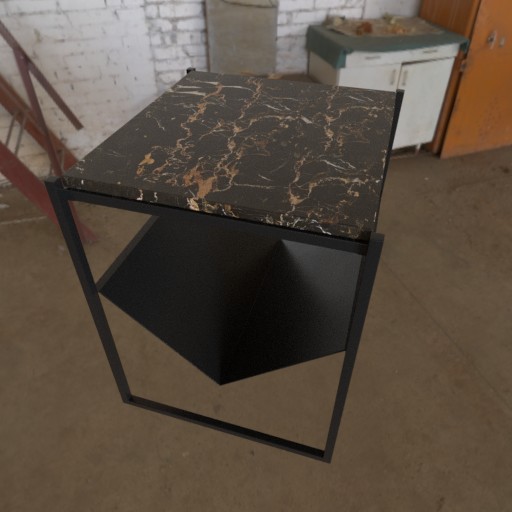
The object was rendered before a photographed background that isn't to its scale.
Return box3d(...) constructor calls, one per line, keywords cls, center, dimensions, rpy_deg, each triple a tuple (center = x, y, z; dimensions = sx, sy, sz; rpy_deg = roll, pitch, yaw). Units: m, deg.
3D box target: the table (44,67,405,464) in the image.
box3d(cls="table", center=(0.000, 0.000, 0.868), dimensions=(0.432, 0.534, 0.469), rpy_deg=(11, 42, 13))
